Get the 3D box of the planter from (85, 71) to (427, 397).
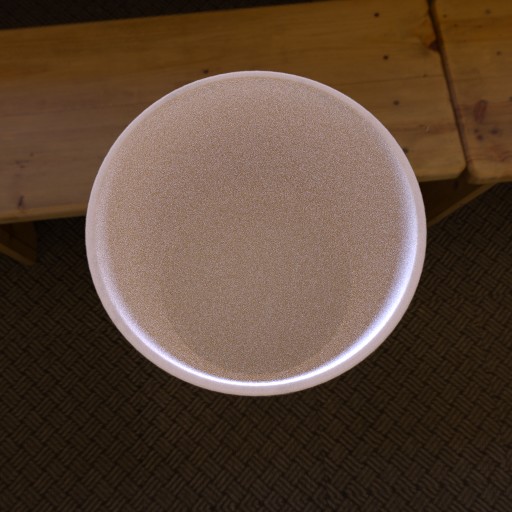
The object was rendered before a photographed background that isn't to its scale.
[{"bbox_3d":[0.000,0.000,0.384,0.221,0.201,0.221,0,76,0],"label":"planter"}]
